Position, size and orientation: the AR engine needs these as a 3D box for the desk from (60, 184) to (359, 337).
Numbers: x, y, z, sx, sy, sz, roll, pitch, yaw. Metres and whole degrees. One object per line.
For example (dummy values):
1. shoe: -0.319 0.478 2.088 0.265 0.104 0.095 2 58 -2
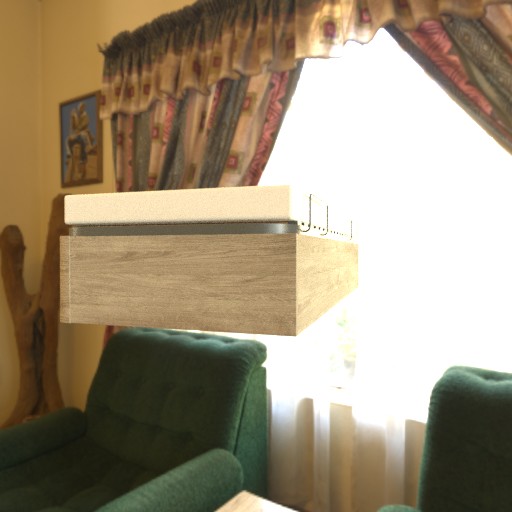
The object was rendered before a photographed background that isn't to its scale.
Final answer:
1. desk: 0.000 0.000 2.333 0.900 0.455 1.900 0 1 18
